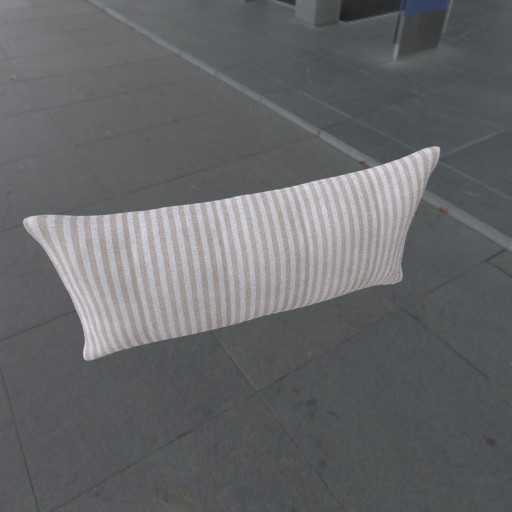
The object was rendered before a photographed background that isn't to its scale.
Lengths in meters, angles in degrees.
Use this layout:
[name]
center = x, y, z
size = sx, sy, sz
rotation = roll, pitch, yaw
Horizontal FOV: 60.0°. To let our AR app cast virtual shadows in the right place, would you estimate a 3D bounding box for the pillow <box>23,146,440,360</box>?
[pillow]
center = 0.000, 0.000, 0.724
size = 0.617, 0.295, 0.151
rotation = -12, 43, -14
